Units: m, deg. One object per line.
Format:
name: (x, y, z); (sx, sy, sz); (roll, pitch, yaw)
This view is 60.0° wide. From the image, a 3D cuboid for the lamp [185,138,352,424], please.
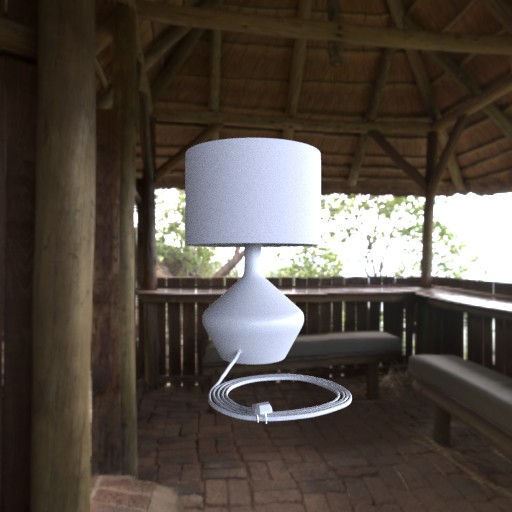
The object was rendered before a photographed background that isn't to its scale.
lamp: (0.000, 0.000, 0.876); (0.401, 0.457, 0.546); (0, 0, 19)
